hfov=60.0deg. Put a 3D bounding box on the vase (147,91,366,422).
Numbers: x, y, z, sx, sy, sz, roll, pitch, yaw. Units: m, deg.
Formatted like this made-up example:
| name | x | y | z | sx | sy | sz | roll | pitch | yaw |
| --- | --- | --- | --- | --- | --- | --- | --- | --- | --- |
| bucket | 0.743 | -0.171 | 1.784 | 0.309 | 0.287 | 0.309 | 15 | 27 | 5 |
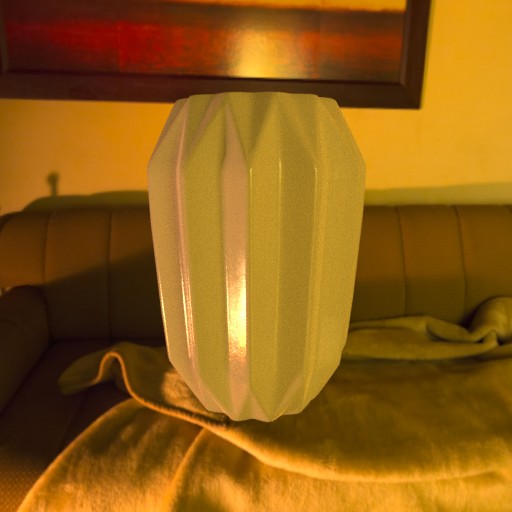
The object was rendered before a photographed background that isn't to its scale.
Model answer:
| name | x | y | z | sx | sy | sz | roll | pitch | yaw |
| --- | --- | --- | --- | --- | --- | --- | --- | --- | --- |
| vase | 0.000 | 0.000 | 0.414 | 0.195 | 0.275 | 0.195 | 0 | 13 | 0 |
